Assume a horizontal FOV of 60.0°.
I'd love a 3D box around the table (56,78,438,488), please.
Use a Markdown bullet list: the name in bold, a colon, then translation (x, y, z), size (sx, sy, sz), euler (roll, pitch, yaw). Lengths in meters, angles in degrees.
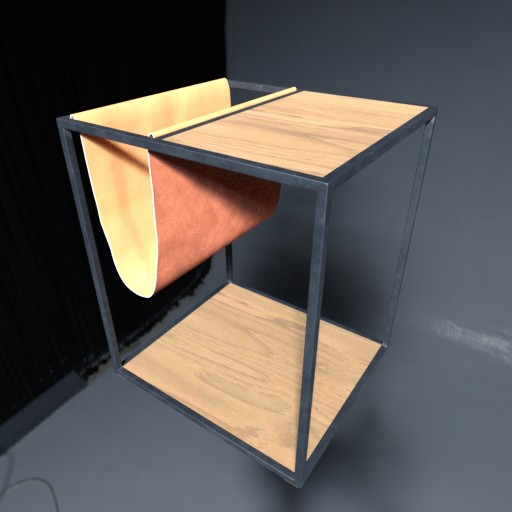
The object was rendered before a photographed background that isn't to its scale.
- **table**: translation (0.000, 0.000, 0.829), size (0.450, 0.536, 0.399), euler (20, 37, 29)
